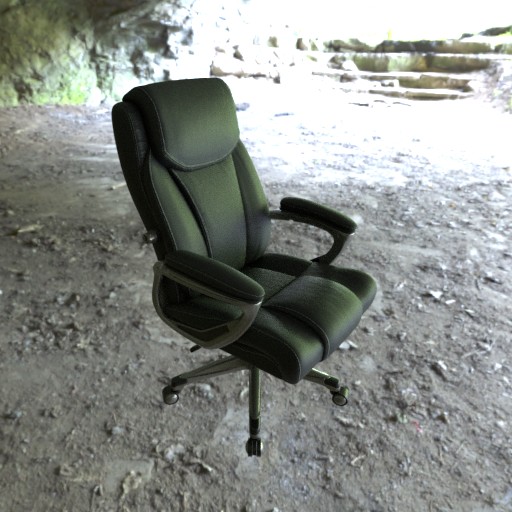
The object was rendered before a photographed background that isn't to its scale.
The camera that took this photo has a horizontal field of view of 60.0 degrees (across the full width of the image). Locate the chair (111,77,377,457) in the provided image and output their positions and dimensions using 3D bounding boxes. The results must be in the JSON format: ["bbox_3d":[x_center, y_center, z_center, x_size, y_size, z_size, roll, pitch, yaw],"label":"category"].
[{"bbox_3d":[0.000,0.000,1.607,0.784,1.167,0.741,18,32,32],"label":"chair"}]
